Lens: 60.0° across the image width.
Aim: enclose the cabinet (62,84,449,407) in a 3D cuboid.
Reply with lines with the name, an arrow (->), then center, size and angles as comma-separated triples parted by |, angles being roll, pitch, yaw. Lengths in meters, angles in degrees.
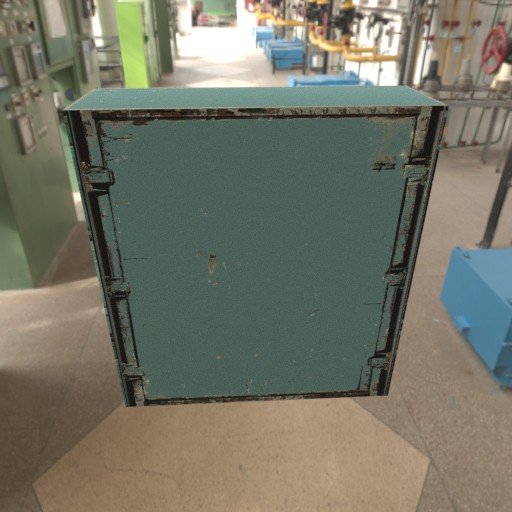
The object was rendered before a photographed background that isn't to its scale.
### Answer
cabinet -> 0.000, 0.000, 3.122 | 2.000, 2.160, 0.680 | -2, 30, -3
